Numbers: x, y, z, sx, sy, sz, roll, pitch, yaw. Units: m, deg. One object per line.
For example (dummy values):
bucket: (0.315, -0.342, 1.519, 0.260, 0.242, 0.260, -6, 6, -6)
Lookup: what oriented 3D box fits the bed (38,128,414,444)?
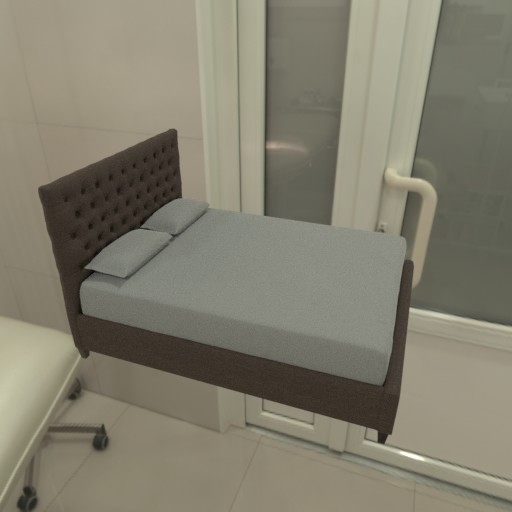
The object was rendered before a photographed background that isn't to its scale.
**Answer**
bed: (0.000, 0.000, 3.464, 2.387, 1.427, 1.698, 10, 31, 17)
